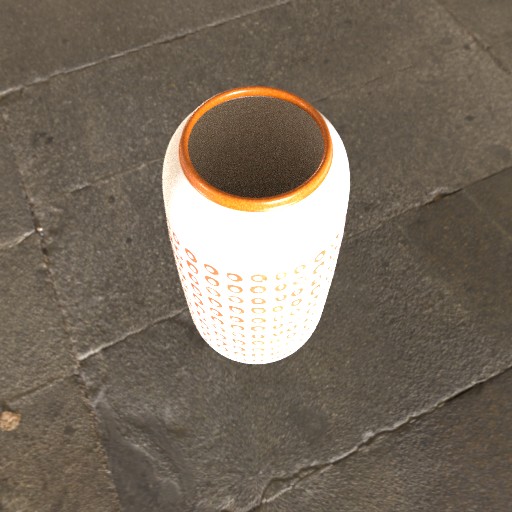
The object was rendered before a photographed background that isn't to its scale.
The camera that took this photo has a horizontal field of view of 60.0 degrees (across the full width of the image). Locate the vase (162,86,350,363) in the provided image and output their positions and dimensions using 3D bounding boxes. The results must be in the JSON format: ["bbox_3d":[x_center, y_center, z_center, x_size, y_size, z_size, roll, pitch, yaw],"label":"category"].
[{"bbox_3d":[0.000,0.000,0.365,0.133,0.282,0.133,0,63,0],"label":"vase"}]
